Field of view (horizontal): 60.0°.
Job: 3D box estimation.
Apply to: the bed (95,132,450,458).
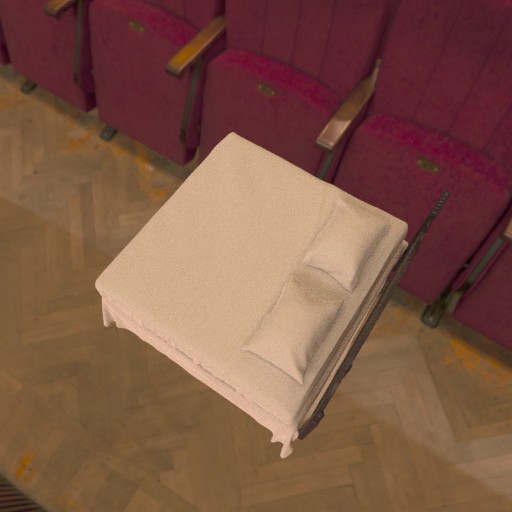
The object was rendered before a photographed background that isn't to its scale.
[{"bbox_3d":[0.000,0.000,3.776,2.219,1.355,2.322,31,67,15],"label":"bed"}]
